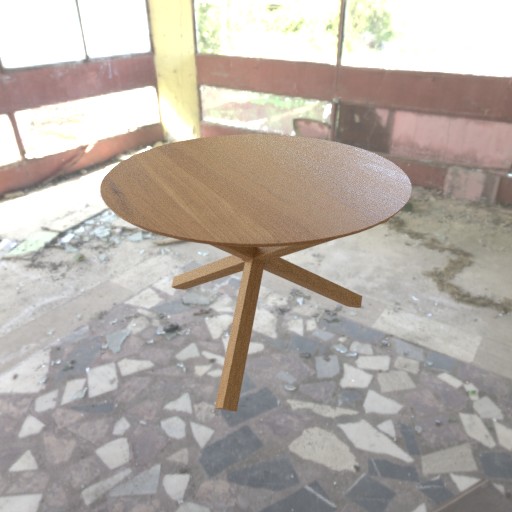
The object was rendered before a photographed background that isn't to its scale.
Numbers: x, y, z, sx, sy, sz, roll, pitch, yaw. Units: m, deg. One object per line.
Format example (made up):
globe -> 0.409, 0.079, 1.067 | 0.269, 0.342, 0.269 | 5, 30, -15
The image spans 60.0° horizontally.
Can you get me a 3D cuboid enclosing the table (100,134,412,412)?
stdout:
table -> 0.000, 0.000, 1.707 | 1.038, 0.666, 1.038 | 0, 30, 0
